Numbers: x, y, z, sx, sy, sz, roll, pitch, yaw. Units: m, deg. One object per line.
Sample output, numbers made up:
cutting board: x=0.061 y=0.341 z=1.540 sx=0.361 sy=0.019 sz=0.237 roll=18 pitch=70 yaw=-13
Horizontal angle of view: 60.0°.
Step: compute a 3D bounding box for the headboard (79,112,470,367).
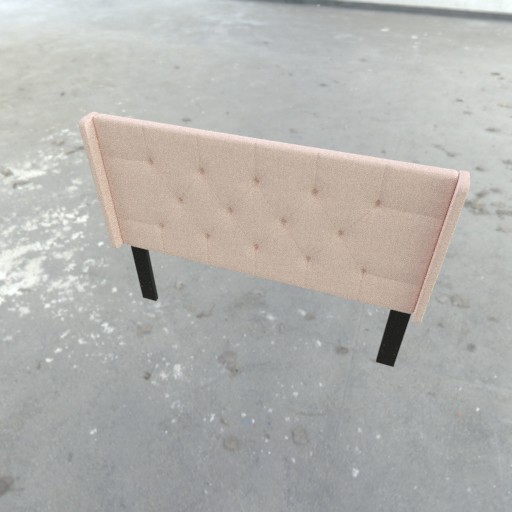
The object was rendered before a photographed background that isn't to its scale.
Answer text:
headboard: x=0.000 y=0.000 z=2.755 sx=2.051 sy=1.524 sz=0.184 roll=13 pitch=42 yaw=15
